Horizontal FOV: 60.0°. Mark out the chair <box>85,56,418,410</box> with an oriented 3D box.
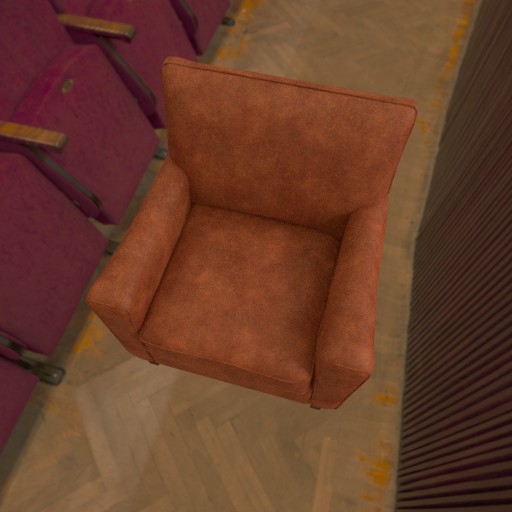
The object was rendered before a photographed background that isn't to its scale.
[{"bbox_3d":[0.000,0.000,1.590,0.870,0.943,0.823,13,60,8],"label":"chair"}]
